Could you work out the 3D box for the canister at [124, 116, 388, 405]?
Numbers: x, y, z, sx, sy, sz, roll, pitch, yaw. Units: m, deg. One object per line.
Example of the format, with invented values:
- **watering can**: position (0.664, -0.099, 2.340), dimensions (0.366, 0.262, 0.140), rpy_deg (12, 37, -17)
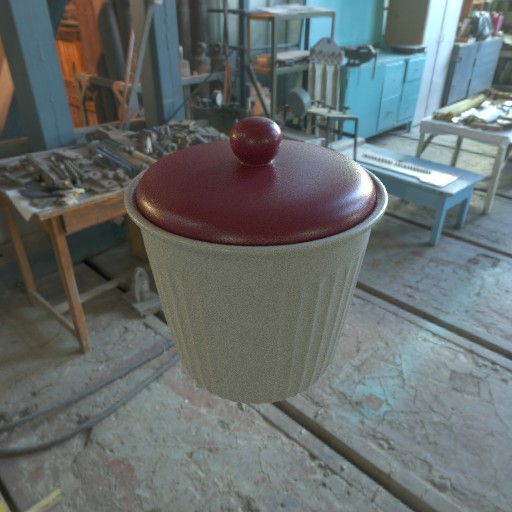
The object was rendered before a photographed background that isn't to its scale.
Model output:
- **canister**: position (0.000, 0.000, 0.343), dimensions (0.181, 0.211, 0.181), rpy_deg (0, 32, 0)
